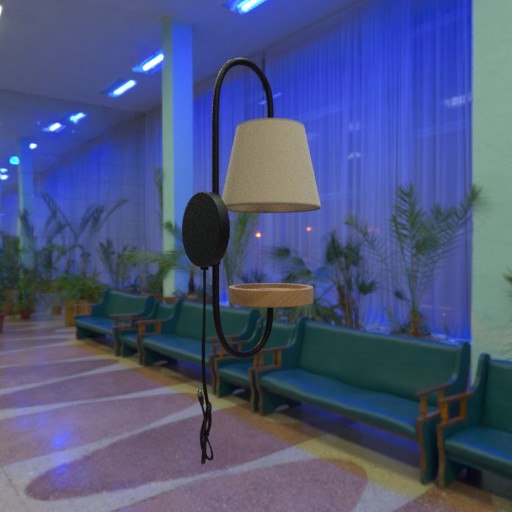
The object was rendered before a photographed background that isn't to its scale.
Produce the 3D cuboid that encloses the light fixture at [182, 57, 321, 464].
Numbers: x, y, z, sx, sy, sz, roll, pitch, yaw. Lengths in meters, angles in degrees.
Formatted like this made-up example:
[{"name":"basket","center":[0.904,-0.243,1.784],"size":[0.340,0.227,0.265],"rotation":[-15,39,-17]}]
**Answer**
[{"name":"light fixture","center":[0.000,0.000,0.946],"size":[0.299,0.821,0.220],"rotation":[-1,1,-38]}]
